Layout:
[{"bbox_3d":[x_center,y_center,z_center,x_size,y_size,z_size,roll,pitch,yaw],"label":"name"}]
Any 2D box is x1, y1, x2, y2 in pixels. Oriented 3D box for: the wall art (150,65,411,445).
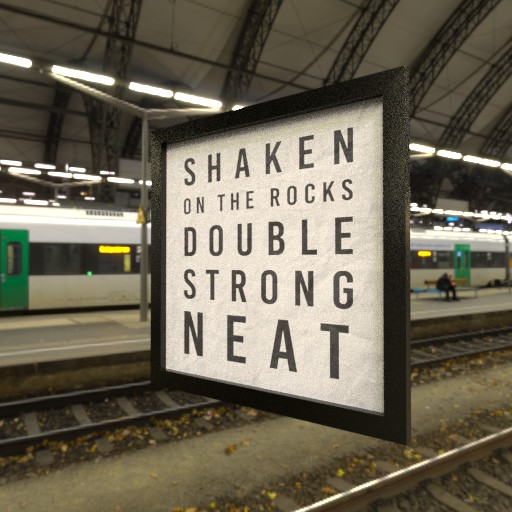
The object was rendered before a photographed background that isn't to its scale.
[{"bbox_3d":[0.000,0.000,0.515,0.349,0.349,0.014,-1,-1,36],"label":"wall art"}]
